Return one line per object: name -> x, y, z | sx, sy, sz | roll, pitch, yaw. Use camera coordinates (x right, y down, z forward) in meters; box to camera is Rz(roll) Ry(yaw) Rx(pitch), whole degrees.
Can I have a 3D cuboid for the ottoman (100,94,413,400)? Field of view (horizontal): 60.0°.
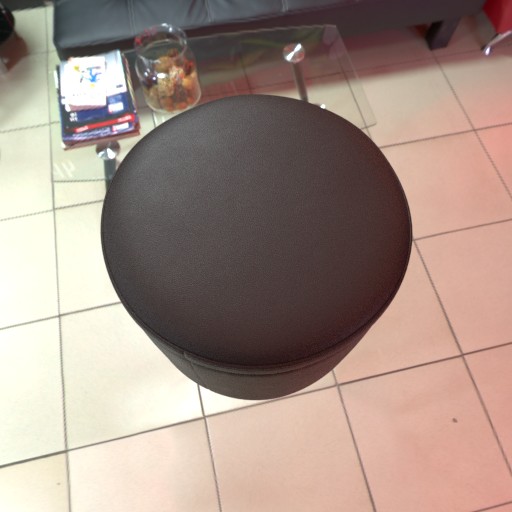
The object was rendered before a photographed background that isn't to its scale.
ottoman -> 0.000, 0.000, 0.861 | 0.500, 0.409, 0.500 | 0, 65, 0
